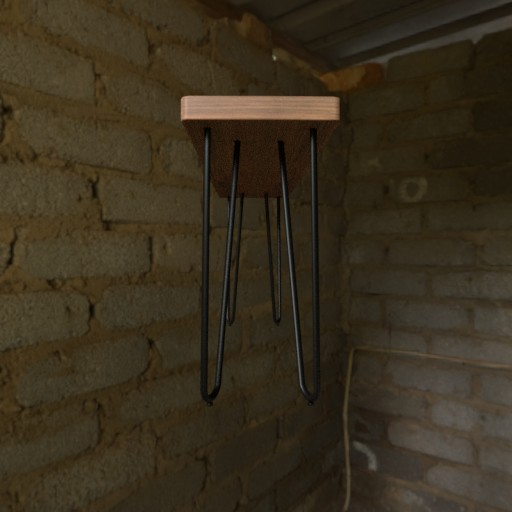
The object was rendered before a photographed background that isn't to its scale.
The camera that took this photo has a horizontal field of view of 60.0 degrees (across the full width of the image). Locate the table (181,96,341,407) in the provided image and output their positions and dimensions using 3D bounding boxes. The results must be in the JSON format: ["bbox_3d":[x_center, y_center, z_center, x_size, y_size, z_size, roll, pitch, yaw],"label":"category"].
[{"bbox_3d":[0.000,0.000,1.935,0.425,0.834,1.570,0,0,-1],"label":"table"}]
